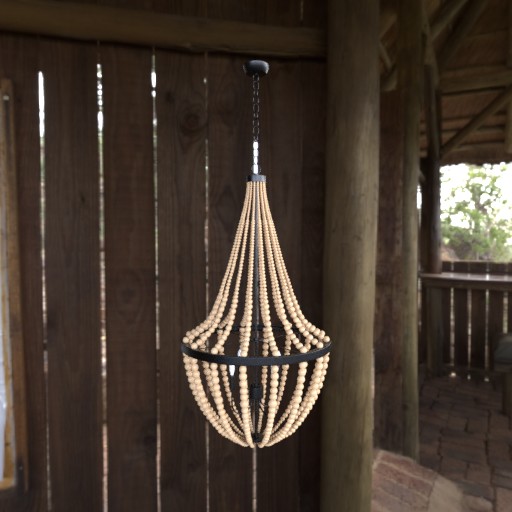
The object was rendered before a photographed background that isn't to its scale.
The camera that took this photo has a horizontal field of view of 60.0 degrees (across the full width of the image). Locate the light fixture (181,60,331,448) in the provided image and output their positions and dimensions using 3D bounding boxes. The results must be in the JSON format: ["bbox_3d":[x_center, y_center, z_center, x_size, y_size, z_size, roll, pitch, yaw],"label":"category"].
[{"bbox_3d":[0.000,0.000,1.337,0.450,1.133,0.450,0,2,0],"label":"light fixture"}]
